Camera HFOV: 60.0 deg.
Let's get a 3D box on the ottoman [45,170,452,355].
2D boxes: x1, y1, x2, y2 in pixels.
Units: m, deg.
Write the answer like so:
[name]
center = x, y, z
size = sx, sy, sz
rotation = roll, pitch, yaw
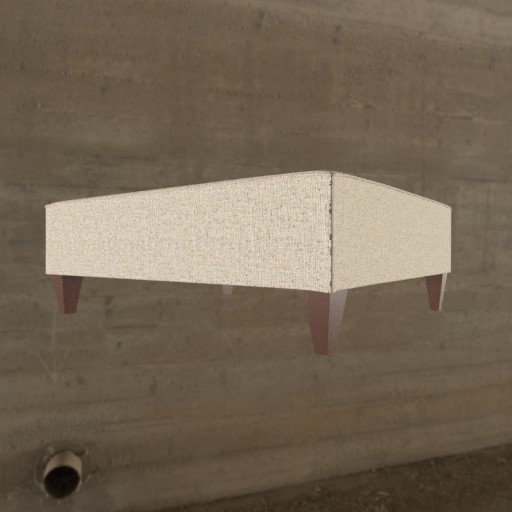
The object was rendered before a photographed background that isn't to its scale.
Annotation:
[ottoman]
center = 0.000, 0.000, 1.205
size = 0.835, 0.303, 0.736
rotation = 0, 1, 37
